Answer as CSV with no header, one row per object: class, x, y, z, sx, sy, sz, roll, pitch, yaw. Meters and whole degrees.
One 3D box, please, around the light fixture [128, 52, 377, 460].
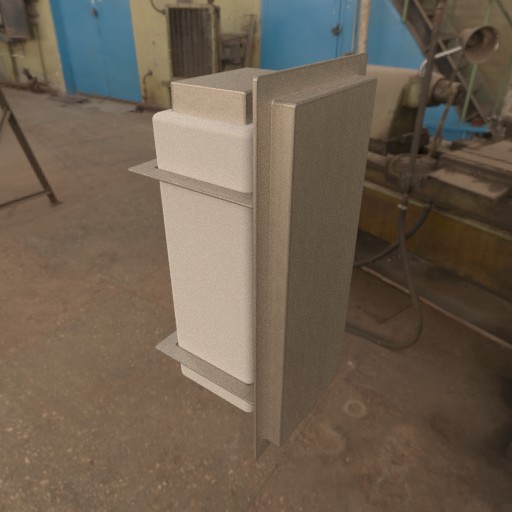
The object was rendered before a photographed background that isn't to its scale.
light fixture,0.000,0.000,0.460,0.160,0.380,0.168,20,36,30
